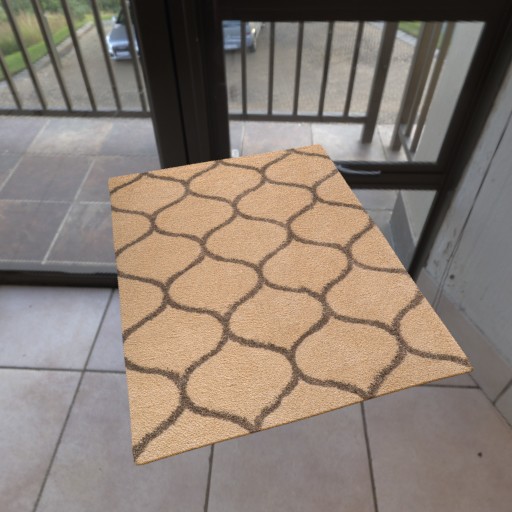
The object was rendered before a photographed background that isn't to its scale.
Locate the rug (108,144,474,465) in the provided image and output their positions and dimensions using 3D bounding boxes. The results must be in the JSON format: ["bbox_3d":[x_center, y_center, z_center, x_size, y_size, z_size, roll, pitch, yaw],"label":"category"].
[{"bbox_3d":[0.000,0.000,3.918,2.399,0.026,3.000,-12,48,-11],"label":"rug"}]
